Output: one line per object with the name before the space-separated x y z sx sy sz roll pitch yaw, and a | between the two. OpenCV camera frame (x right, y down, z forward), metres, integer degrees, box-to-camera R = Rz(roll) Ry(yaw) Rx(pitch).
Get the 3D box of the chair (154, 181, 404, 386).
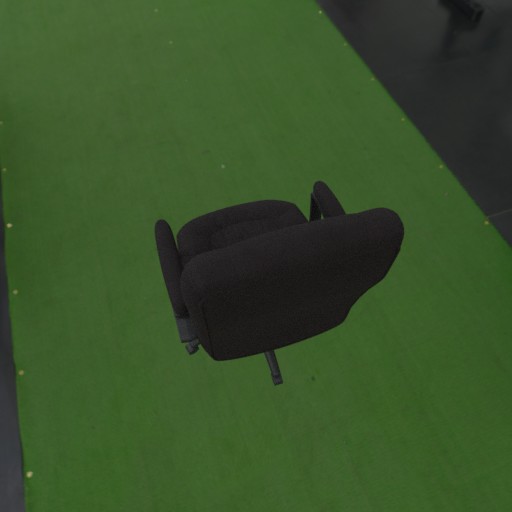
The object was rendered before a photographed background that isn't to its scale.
chair | 0.000 0.000 1.544 0.667 1.105 0.724 -15 59 -9
